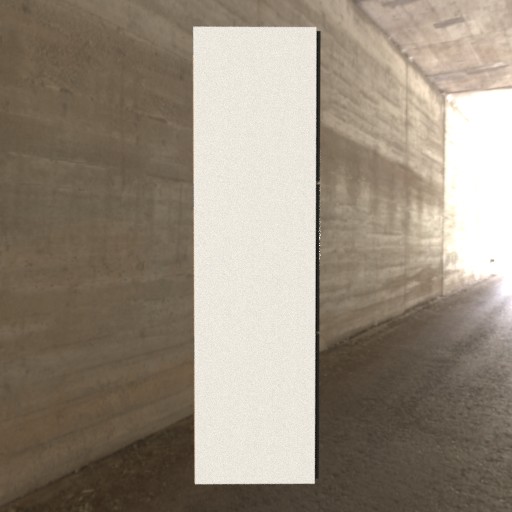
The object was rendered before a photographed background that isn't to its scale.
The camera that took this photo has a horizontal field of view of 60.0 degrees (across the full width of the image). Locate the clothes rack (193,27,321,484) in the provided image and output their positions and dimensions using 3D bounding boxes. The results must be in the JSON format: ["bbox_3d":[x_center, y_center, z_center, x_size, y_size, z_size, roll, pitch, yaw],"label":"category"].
[{"bbox_3d":[0.000,0.000,1.401,0.330,1.187,0.500,0,2,0],"label":"clothes rack"}]
